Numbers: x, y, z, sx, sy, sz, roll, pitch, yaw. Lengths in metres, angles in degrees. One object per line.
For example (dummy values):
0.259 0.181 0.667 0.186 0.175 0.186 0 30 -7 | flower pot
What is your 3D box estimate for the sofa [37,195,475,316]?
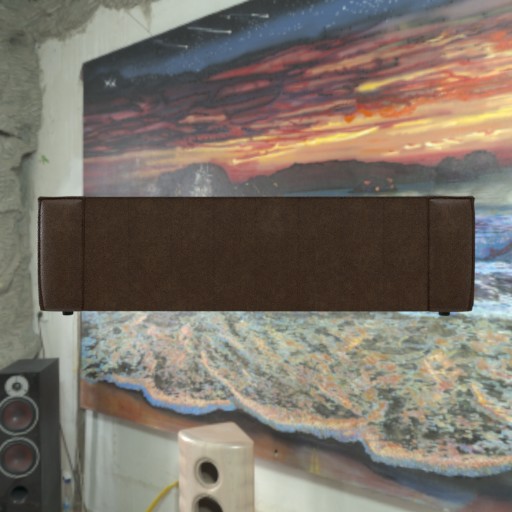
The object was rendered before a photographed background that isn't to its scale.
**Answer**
0.000 0.000 3.058 2.581 0.701 1.102 0 0 1 | sofa
